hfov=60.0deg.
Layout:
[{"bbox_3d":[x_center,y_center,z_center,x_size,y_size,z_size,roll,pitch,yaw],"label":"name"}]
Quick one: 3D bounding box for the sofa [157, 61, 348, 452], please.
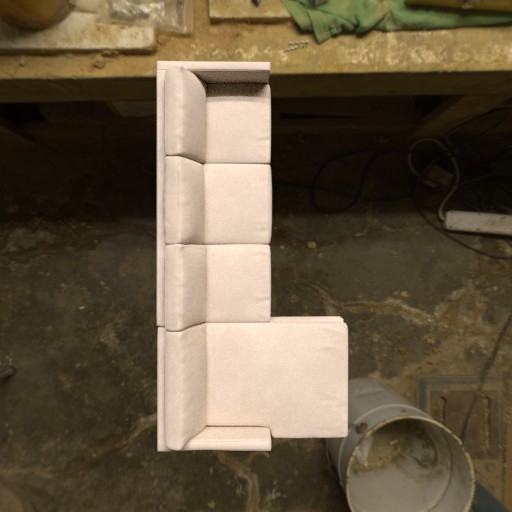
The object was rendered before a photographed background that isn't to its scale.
[{"bbox_3d":[0.000,0.000,3.847,1.625,0.846,3.186,0,90,-1],"label":"sofa"}]
